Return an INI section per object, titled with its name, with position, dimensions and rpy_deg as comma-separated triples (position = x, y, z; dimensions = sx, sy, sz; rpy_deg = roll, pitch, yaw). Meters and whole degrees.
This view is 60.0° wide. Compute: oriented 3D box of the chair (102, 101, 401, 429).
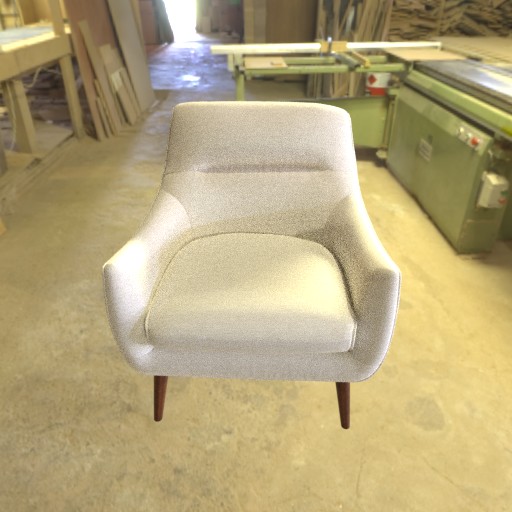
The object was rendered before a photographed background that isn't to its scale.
[chair]
position = 0.000, 0.000, 1.456
dimensions = 0.762, 0.838, 0.787
rpy_deg = 1, 31, 2
